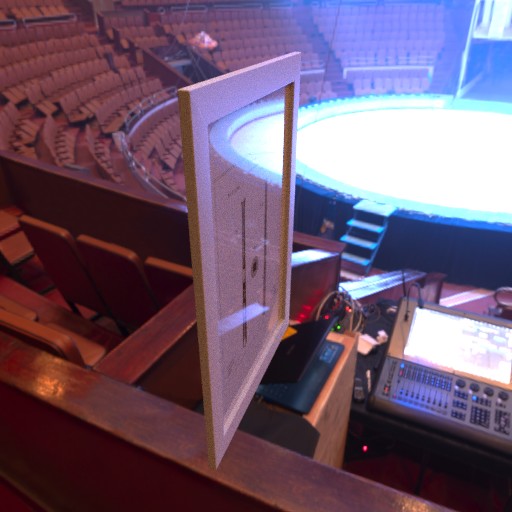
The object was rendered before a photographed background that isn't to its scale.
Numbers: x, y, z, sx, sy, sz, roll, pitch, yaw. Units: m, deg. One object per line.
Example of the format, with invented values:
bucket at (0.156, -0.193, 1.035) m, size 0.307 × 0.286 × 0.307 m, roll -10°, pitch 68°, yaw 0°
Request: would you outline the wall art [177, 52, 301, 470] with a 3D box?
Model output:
wall art at (0.000, 0.000, 0.607) m, size 0.011 × 0.482 × 0.329 m, roll 11°, pitch 32°, yaw 18°
